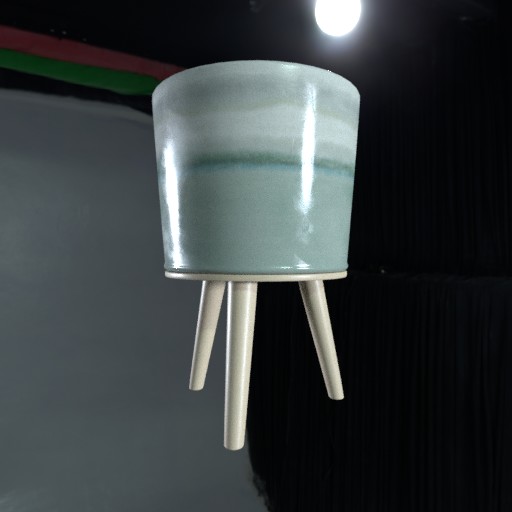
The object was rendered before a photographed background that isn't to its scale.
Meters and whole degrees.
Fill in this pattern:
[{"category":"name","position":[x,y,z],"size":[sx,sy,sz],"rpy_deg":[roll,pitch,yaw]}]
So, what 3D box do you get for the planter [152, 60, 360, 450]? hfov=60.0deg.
[{"category":"planter","position":[0.000,0.000,0.583],"size":[0.265,0.404,0.265],"rpy_deg":[0,1,-36]}]
